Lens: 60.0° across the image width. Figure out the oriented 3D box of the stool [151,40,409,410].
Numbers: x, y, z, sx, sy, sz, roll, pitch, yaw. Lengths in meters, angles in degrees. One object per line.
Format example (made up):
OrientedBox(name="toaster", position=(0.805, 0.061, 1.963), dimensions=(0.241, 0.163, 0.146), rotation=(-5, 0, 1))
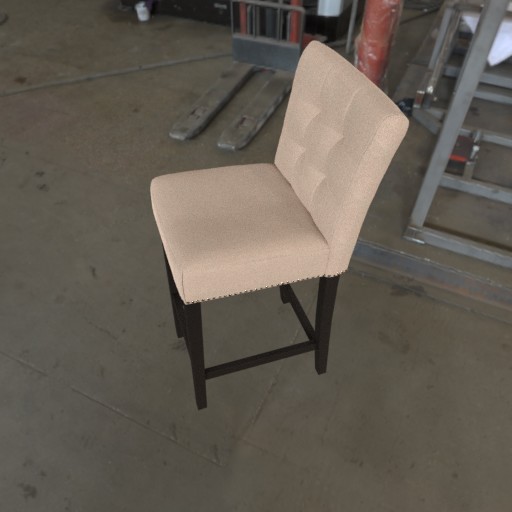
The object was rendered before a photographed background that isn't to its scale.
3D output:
OrientedBox(name="stool", position=(0.000, 0.000, 1.327), dimensions=(0.548, 1.047, 0.411), rotation=(-15, 49, -13))
